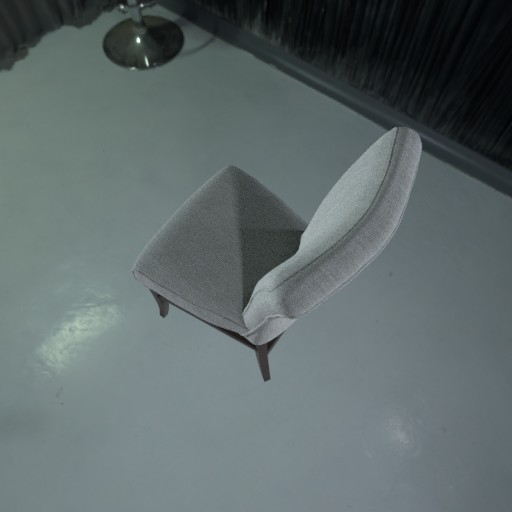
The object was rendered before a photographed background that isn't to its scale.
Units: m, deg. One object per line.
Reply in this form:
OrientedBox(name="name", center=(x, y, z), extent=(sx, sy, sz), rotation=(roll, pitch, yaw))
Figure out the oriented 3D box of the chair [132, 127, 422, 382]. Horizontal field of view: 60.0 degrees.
OrientedBox(name="chair", center=(0.000, 0.000, 1.373), extent=(0.660, 0.991, 0.520), rotation=(33, 68, 15))
